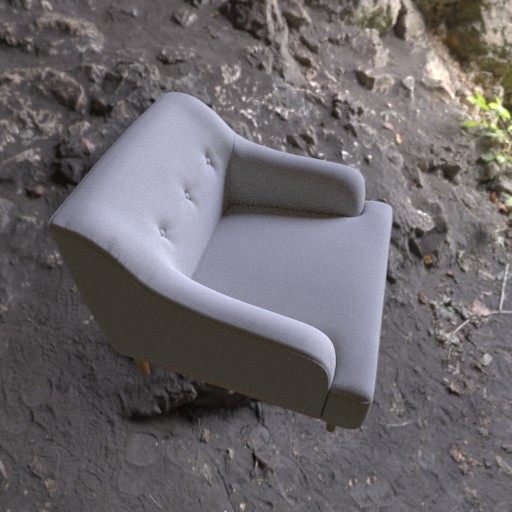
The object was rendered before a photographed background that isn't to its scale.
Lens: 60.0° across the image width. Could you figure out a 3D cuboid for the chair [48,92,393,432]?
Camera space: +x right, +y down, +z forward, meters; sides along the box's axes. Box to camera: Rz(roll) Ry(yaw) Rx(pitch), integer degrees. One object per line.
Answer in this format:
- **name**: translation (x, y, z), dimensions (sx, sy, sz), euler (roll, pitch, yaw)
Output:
- **chair**: translation (0.000, 0.000, 1.623), dimensions (0.951, 0.818, 0.946), euler (11, 47, 11)
